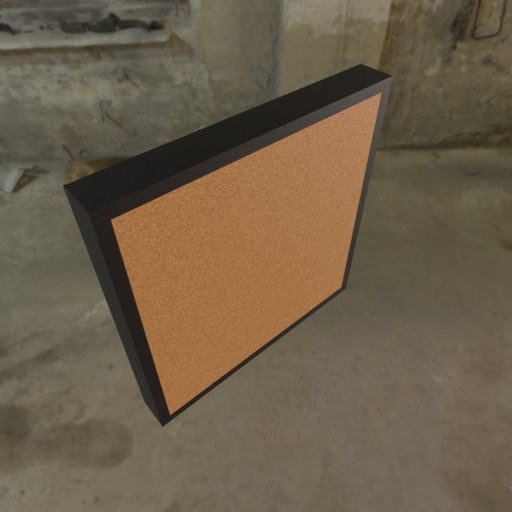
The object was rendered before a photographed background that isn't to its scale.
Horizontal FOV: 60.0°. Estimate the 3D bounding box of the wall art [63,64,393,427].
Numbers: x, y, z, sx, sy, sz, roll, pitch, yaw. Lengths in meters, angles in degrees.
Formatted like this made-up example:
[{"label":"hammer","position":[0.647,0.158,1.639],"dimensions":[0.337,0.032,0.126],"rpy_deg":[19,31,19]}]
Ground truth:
[{"label":"wall art","position":[0.000,0.000,0.460],"dimensions":[0.305,0.304,0.038],"rpy_deg":[-32,53,-28]}]
